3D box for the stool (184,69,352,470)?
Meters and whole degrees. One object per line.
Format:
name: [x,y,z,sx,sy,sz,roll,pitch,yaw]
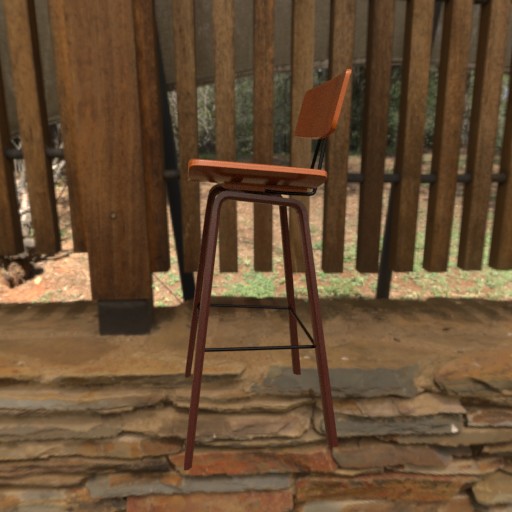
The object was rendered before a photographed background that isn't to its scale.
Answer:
stool: [0.000,0.000,1.276,0.440,0.969,0.509,-2,13,-8]
